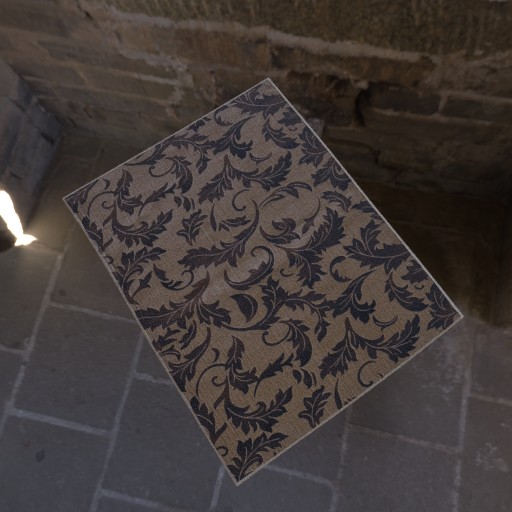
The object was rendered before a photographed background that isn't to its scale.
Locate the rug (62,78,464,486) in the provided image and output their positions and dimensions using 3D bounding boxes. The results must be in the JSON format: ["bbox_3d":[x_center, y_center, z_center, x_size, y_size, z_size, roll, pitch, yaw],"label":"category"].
[{"bbox_3d":[0.000,0.000,4.000,2.380,0.008,2.977,-33,77,-9],"label":"rug"}]
